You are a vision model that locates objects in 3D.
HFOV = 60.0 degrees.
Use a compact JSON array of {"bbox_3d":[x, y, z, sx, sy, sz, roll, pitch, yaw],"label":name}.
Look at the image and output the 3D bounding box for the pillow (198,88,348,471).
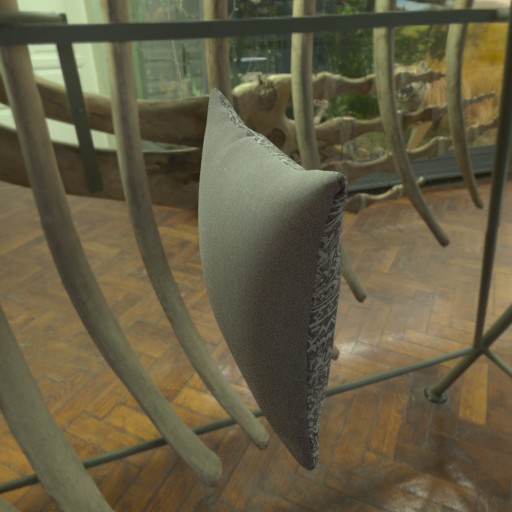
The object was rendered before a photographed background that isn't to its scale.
[{"bbox_3d":[0.000,0.000,0.789,0.180,0.487,0.546,-10,31,-16],"label":"pillow"}]
